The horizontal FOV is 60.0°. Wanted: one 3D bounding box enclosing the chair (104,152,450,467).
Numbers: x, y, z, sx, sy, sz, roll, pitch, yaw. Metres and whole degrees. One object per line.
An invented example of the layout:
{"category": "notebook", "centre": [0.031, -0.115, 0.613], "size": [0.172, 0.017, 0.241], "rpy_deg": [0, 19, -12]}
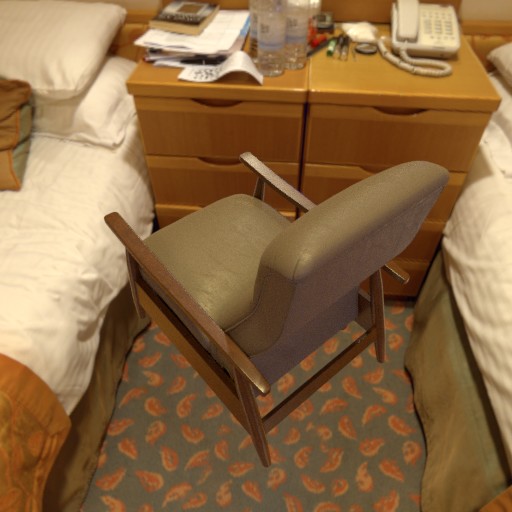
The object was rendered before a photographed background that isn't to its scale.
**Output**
{"category": "chair", "centre": [0.000, 0.000, 1.745], "size": [0.762, 1.082, 1.014], "rpy_deg": [-31, 52, -28]}
